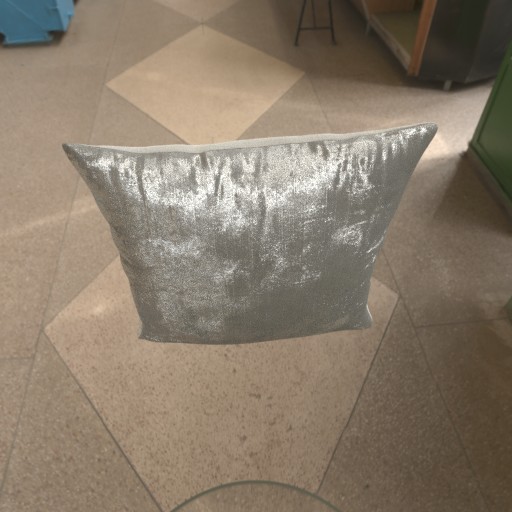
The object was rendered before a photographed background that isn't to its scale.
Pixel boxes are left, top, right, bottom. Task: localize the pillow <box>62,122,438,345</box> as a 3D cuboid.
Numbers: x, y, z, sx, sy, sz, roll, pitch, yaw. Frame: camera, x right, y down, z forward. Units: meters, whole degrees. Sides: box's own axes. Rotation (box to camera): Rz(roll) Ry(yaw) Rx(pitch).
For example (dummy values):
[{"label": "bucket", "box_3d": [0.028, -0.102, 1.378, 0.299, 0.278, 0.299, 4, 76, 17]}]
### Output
[{"label": "pillow", "box_3d": [0.000, 0.000, 0.717, 0.470, 0.464, 0.175, -4, 47, -4]}]
